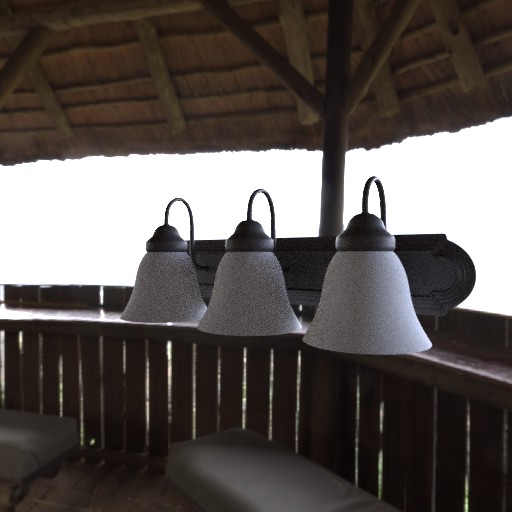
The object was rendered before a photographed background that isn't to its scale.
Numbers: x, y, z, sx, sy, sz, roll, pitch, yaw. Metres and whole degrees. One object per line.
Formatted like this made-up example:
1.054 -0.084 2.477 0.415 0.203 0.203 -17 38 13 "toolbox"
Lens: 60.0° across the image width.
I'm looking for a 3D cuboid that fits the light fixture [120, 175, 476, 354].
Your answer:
0.000 0.000 0.713 0.610 0.222 0.199 0 0 37 "light fixture"
